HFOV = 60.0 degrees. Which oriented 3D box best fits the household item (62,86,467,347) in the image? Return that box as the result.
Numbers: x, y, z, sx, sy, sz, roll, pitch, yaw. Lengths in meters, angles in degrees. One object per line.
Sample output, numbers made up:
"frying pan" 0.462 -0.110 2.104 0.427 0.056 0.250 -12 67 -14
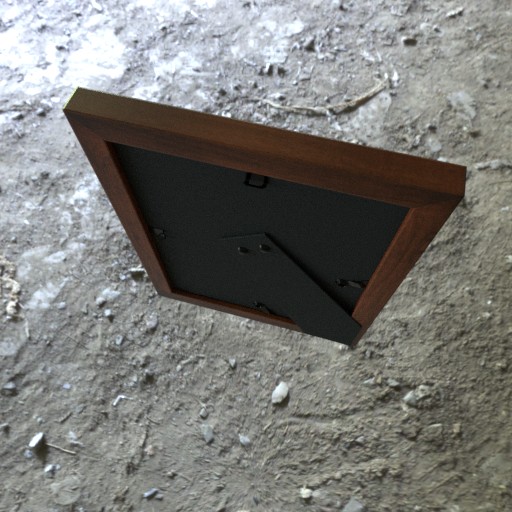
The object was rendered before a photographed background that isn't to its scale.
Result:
"household item" 0.000 0.000 0.327 0.200 0.250 0.020 14 64 7
